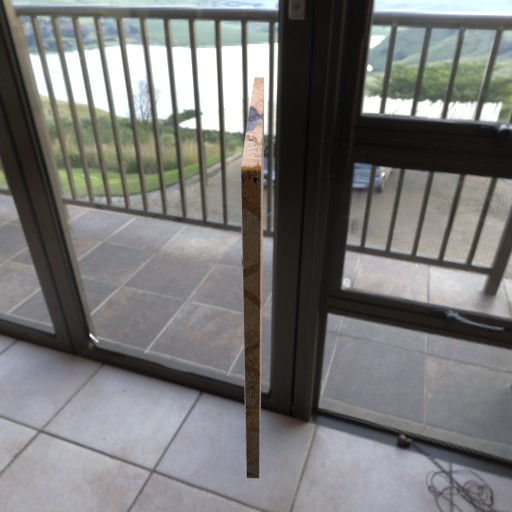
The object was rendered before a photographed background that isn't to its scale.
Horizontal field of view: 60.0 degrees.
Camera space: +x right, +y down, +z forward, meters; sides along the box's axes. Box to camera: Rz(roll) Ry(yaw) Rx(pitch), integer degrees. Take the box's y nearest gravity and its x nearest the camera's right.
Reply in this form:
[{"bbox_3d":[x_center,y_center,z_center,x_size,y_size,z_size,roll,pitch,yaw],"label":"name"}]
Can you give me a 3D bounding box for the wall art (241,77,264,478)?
[{"bbox_3d":[0.000,0.000,1.395,0.039,0.914,0.912,1,31,1],"label":"wall art"}]
